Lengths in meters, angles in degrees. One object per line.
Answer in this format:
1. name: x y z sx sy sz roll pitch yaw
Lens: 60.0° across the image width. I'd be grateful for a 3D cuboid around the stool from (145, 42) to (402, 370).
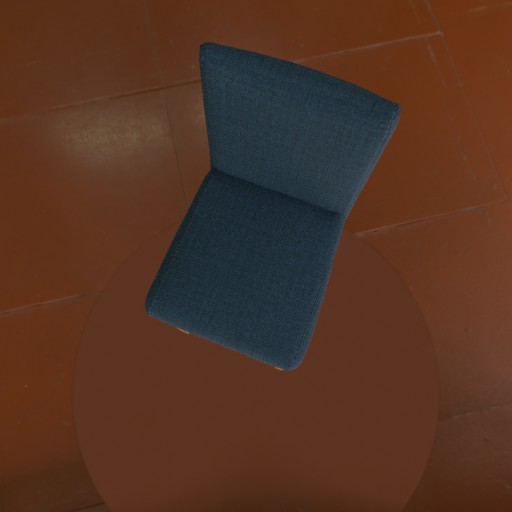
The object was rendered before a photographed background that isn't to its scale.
1. stool: 0.000 0.000 1.321 0.454 1.039 0.567 20 76 5
